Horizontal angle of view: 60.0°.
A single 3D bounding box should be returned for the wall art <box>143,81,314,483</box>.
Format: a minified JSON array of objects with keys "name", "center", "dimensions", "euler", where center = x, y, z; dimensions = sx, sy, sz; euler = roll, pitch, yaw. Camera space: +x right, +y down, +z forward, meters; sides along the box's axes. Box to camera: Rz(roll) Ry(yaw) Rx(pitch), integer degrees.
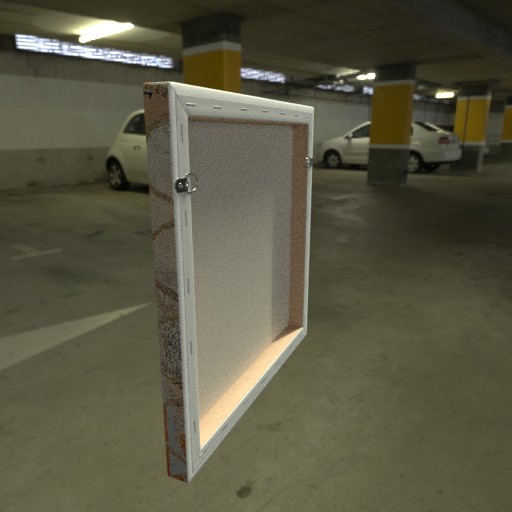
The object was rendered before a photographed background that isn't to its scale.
[{"name":"wall art","center":[0.000,0.000,0.756],"dimensions":[0.038,0.508,0.507],"euler":[7,17,24]}]
